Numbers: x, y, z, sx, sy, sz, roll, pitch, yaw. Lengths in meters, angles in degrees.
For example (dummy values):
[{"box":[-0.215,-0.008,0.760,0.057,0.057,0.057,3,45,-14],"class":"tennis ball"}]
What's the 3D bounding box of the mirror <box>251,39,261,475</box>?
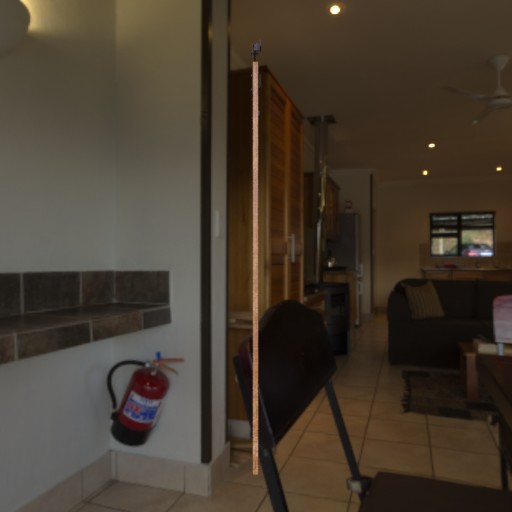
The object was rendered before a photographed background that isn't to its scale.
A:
[{"box":[0.000,0.000,2.138,0.042,1.793,0.847,0,-1,0],"class":"mirror"}]
